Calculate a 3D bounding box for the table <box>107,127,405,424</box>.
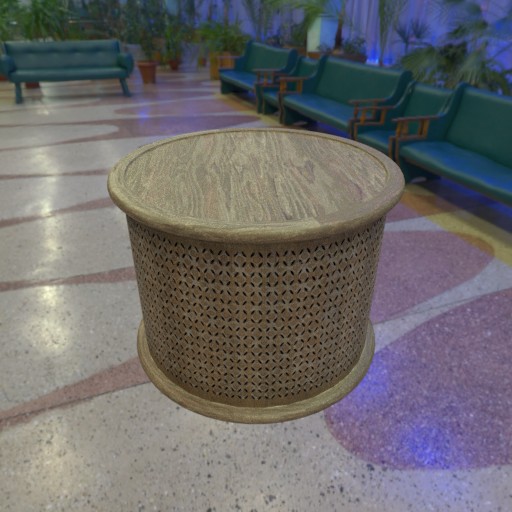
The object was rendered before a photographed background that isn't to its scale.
[{"bbox_3d":[0.000,0.000,1.049,0.607,0.450,0.607,0,31,0],"label":"table"}]
